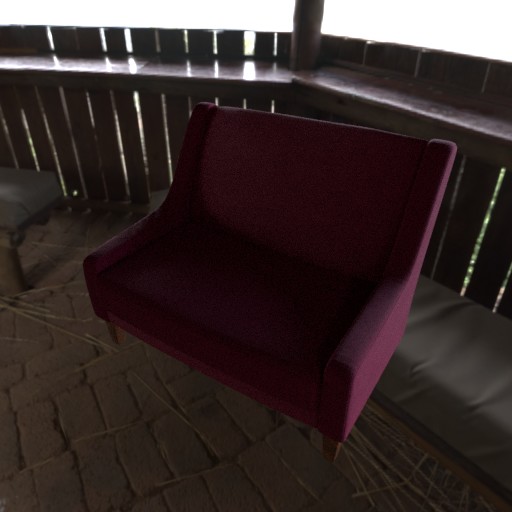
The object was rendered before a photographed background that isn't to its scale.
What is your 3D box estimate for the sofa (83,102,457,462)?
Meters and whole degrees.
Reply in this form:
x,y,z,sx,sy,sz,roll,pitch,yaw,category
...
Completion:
x,y,z,sx,sy,sz,roll,pitch,yaw,category
0.000,0.000,1.884,1.242,0.976,0.946,19,36,28,sofa
